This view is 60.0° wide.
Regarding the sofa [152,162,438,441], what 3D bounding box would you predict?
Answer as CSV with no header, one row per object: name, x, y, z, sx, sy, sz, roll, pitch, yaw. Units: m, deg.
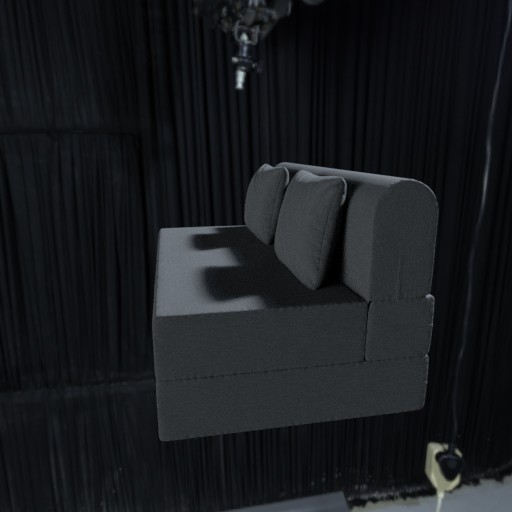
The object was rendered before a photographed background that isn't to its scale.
sofa,0.000,0.000,1.726,0.762,0.670,1.225,-3,14,-11
